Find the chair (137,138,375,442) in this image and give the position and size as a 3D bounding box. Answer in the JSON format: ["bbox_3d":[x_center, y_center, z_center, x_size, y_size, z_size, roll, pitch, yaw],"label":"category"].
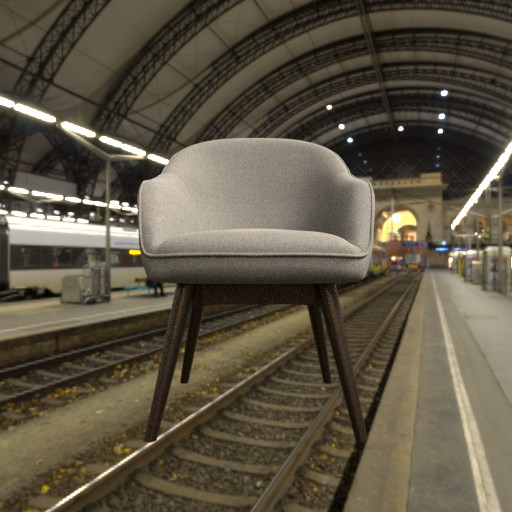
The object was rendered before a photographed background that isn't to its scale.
[{"bbox_3d":[0.000,0.000,1.224,0.589,0.810,0.611,0,-1,0],"label":"chair"}]
